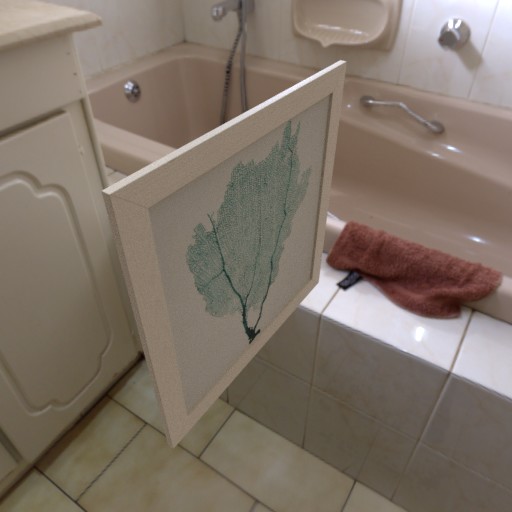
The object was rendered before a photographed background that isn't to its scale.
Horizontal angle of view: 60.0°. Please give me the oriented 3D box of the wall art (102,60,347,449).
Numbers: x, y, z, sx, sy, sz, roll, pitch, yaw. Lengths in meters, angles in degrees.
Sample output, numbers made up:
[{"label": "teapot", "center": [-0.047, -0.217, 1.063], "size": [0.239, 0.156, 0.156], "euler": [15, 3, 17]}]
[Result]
[{"label": "wall art", "center": [0.000, 0.000, 0.850], "size": [0.015, 0.577, 0.572], "euler": [25, 46, 26]}]
